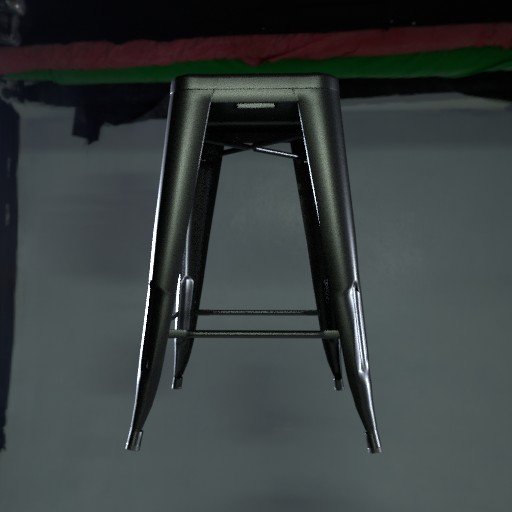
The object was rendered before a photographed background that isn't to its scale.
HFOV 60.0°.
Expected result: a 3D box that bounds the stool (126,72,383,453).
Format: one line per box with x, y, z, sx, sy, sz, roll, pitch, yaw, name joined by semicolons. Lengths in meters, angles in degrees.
0.000;0.000;0.858;0.399;0.609;0.359;0;-1;1;stool
